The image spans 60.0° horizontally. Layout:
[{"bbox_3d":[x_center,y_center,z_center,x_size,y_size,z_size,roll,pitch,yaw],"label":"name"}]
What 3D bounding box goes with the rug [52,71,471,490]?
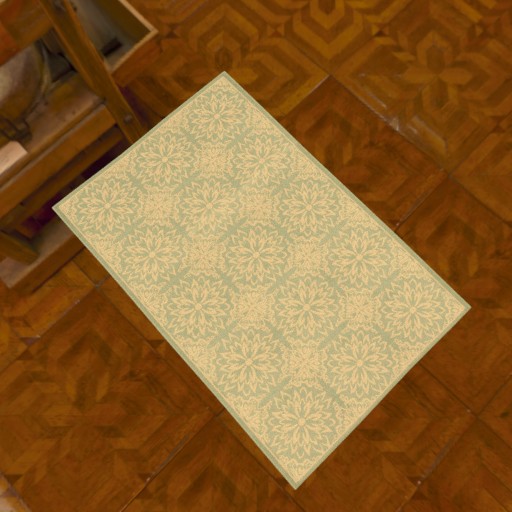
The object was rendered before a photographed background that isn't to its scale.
[{"bbox_3d":[0.000,0.000,3.379,1.819,0.018,2.746,-42,80,-9],"label":"rug"}]
